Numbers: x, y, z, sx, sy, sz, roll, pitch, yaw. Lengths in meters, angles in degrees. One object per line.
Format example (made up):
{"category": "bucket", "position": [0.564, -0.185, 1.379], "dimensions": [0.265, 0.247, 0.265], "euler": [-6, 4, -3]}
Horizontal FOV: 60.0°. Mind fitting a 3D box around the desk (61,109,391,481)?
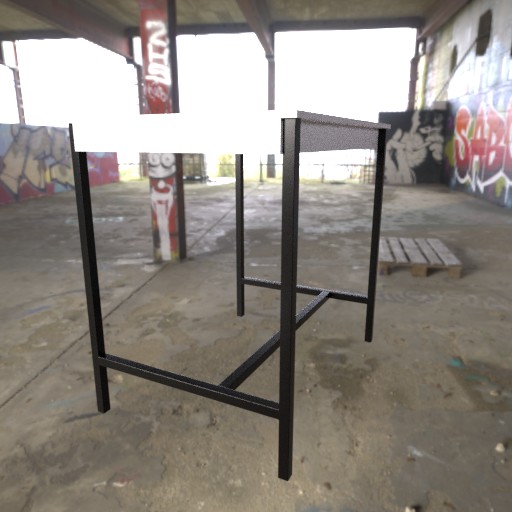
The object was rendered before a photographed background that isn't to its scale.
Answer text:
{"category": "desk", "position": [0.000, 0.000, 1.320], "dimensions": [0.573, 0.766, 0.811], "euler": [7, 16, 26]}
